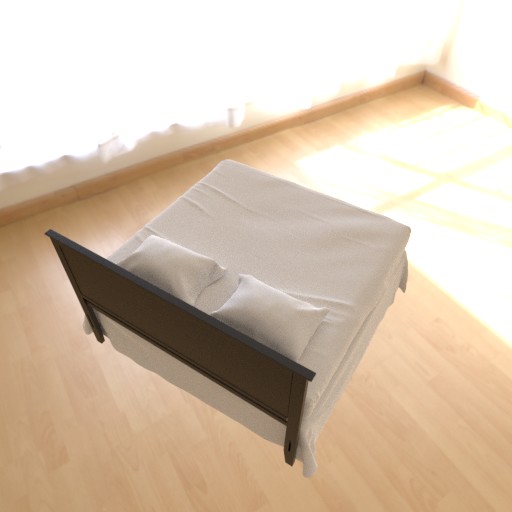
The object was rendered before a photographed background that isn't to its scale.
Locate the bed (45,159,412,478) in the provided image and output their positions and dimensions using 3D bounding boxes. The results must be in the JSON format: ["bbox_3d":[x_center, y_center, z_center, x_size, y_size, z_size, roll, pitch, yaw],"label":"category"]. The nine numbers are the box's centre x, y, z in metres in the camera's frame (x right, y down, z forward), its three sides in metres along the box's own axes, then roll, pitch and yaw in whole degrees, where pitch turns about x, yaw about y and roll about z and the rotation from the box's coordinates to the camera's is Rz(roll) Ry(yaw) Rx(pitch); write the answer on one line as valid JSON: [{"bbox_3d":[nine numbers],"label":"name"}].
[{"bbox_3d":[0.000,0.000,3.686,2.315,1.271,2.219,25,51,22],"label":"bed"}]
